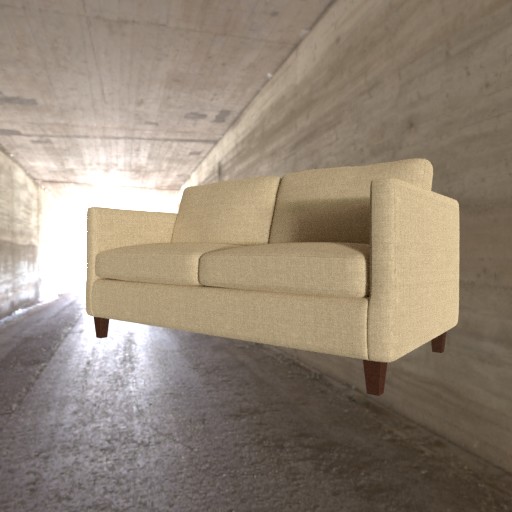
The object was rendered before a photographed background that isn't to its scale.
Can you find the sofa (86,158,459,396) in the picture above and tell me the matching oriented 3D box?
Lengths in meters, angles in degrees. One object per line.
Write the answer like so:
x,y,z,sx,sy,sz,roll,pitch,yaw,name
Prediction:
0.000,0.000,2.418,1.884,0.963,0.950,1,1,37,sofa
